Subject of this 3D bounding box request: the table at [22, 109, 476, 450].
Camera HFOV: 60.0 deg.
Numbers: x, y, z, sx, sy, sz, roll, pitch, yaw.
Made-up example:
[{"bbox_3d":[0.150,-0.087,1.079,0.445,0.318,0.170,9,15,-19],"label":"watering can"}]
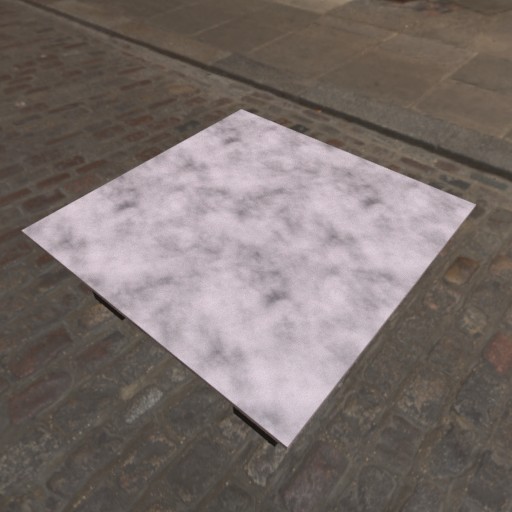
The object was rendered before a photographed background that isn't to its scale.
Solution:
[{"bbox_3d":[0.000,0.000,1.331,0.890,0.305,0.890,31,53,27],"label":"table"}]
